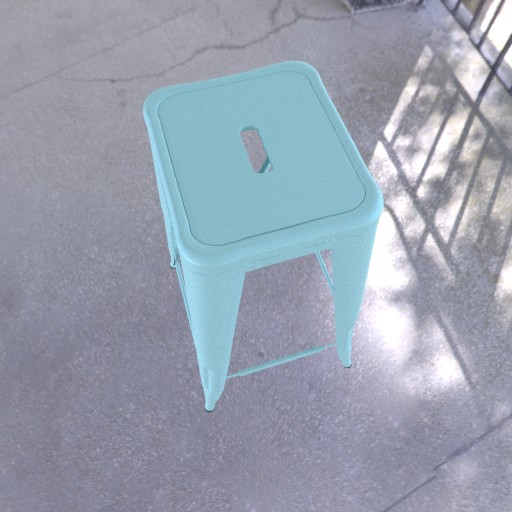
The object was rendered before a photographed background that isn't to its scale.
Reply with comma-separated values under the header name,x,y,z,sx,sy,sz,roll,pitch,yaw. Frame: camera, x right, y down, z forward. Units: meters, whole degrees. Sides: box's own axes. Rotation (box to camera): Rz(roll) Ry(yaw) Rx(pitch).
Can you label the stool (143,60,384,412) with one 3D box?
name,x,y,z,sx,sy,sz,roll,pitch,yaw
stool,0.000,0.000,0.838,0.359,0.609,0.399,-16,64,-8
